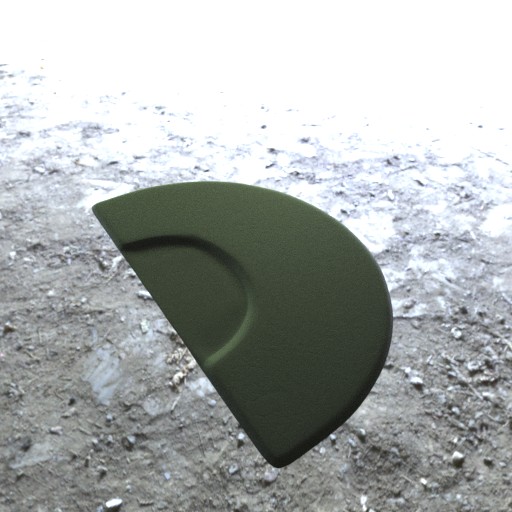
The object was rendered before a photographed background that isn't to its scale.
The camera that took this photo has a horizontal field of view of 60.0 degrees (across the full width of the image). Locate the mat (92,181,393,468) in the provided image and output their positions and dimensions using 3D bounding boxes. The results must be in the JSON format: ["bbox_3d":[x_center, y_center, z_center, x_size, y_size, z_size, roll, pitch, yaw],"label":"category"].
[{"bbox_3d":[0.000,0.000,1.854,0.917,0.022,1.525,-24,47,-25],"label":"mat"}]
